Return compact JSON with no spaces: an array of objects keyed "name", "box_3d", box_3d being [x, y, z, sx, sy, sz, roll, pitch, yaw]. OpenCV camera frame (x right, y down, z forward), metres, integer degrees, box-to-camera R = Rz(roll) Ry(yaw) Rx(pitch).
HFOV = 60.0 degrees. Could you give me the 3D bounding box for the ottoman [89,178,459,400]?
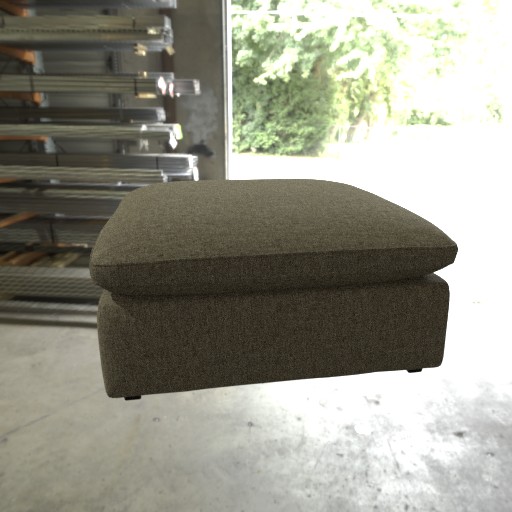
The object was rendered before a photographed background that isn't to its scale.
[{"name":"ottoman","box_3d":[0.000,0.000,1.658,1.035,0.526,1.039,-3,18,-9]}]
